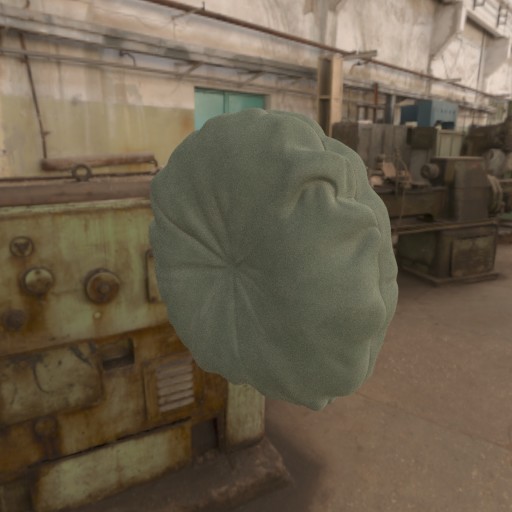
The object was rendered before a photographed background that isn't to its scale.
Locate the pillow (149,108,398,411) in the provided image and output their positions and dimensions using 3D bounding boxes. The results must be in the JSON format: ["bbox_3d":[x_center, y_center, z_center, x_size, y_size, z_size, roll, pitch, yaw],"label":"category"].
[{"bbox_3d":[0.000,0.000,0.643,0.428,0.407,0.148,13,20,41],"label":"pillow"}]
